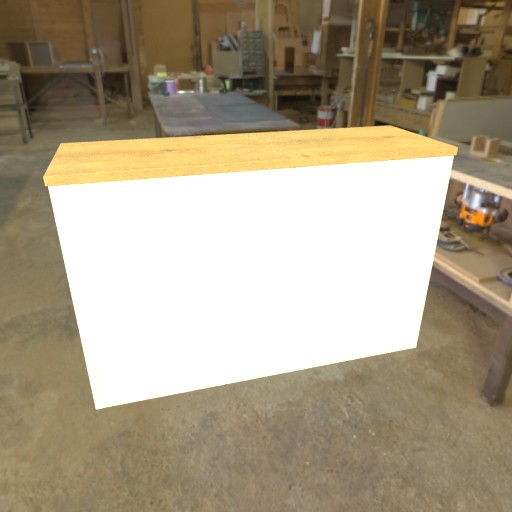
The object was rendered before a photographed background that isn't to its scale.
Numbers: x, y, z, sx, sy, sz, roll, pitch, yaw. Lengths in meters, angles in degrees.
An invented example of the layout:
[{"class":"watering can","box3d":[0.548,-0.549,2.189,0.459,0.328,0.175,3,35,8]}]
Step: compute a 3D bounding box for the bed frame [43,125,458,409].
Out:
[{"class":"bed frame","box3d":[0.000,0.000,1.713,1.300,0.850,0.430,-7,27,-14]}]
